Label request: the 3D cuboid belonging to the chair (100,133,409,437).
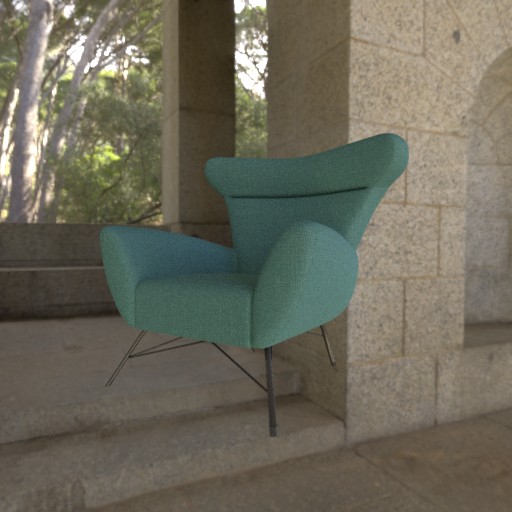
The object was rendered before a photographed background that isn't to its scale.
[{"bbox_3d":[0.000,0.000,1.813,1.050,0.980,0.900,1,3,35],"label":"chair"}]
